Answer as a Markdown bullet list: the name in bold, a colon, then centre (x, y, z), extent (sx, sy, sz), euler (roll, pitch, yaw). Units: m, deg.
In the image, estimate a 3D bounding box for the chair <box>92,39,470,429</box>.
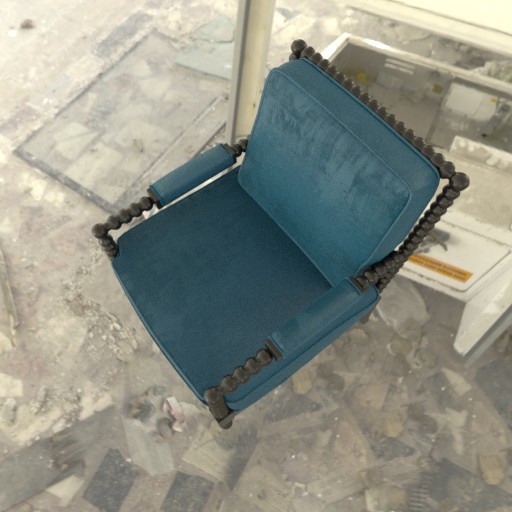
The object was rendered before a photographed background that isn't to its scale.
- **chair**: centre (0.000, 0.000, 1.406), extent (0.805, 0.857, 0.688), euler (-34, 67, -16)
